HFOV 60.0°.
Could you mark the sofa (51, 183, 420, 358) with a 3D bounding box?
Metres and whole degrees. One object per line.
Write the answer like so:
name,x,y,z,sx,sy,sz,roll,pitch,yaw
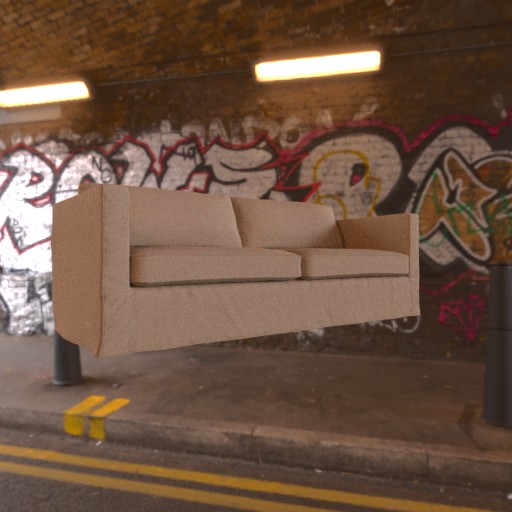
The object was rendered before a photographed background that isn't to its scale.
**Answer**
sofa,0.000,0.000,2.856,2.296,0.847,0.956,0,0,-36
